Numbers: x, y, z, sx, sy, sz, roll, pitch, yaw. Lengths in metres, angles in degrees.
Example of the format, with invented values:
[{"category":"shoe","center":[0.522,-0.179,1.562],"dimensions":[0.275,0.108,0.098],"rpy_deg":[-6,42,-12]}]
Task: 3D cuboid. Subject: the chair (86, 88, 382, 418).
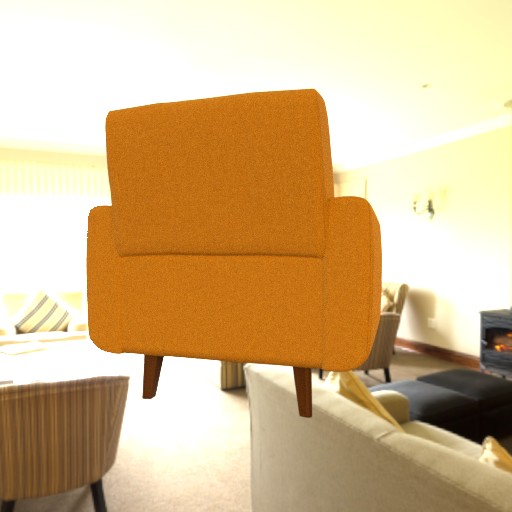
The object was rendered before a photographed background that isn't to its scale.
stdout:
[{"category":"chair","center":[0.000,0.000,1.547],"dimensions":[0.831,0.841,0.909],"rpy_deg":[0,1,17]}]
